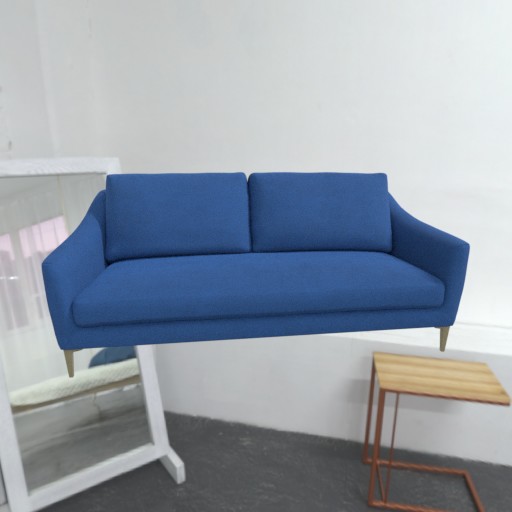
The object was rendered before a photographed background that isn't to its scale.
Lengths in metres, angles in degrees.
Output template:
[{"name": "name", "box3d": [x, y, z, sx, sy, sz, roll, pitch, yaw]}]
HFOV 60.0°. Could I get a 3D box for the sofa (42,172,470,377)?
[{"name": "sofa", "box3d": [0.000, 0.000, 2.543, 2.036, 0.903, 0.960, -2, 16, -7]}]
